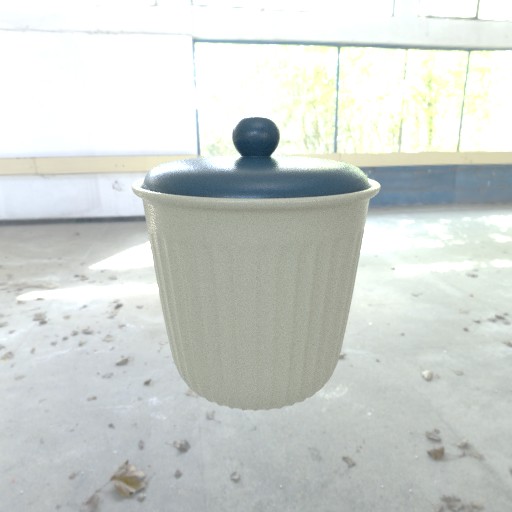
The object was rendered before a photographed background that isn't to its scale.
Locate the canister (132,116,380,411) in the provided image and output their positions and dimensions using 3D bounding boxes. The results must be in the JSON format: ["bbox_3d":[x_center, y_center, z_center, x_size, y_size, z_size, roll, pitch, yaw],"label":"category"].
[{"bbox_3d":[0.000,0.000,0.350,0.181,0.211,0.181,0,16,0],"label":"canister"}]
